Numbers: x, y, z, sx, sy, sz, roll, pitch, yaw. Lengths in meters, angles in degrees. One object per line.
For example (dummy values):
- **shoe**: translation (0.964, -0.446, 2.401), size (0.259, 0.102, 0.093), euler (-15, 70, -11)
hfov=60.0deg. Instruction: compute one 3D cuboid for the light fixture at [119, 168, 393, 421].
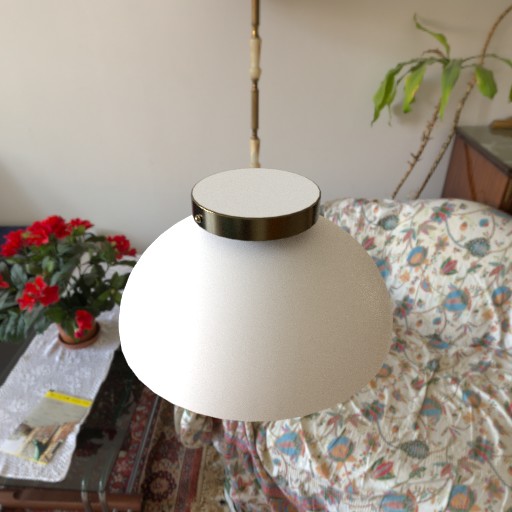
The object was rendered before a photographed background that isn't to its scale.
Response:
- **light fixture**: translation (0.000, 0.000, 0.552), size (0.355, 0.177, 0.355), euler (0, 31, 0)
